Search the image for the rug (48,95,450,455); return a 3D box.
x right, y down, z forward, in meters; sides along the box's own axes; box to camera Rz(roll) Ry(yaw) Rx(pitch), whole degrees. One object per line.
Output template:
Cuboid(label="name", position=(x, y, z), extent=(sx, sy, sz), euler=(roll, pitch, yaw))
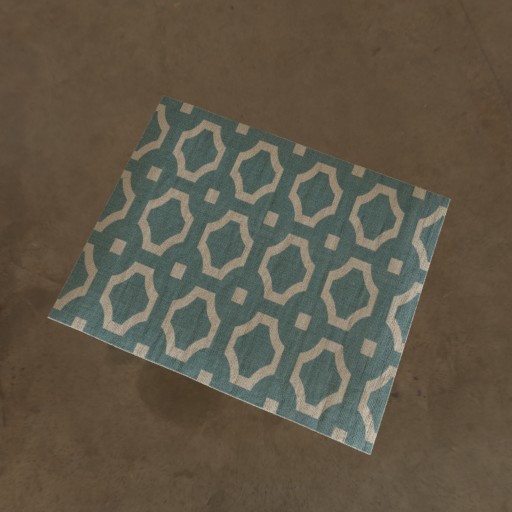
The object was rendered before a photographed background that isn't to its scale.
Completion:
Cuboid(label="rug", position=(0.000, 0.000, 4.124), extent=(3.049, 0.021, 2.466), euler=(21, 76, 5))
